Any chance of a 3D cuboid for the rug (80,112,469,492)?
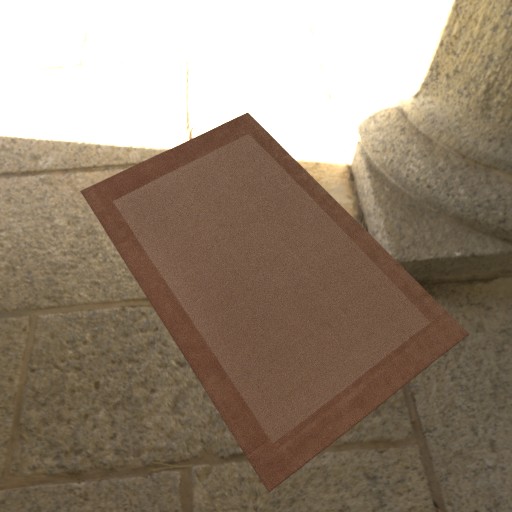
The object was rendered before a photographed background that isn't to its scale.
[{"bbox_3d":[0.000,0.000,3.035,1.524,0.014,2.438,-31,63,-17],"label":"rug"}]
